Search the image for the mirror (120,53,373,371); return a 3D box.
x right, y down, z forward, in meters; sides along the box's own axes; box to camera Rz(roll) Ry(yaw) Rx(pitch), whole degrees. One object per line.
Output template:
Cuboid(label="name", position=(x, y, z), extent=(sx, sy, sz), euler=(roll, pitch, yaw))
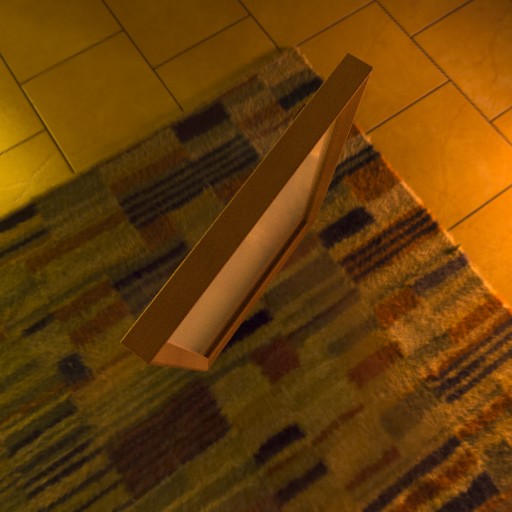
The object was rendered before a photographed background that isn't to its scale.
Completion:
Cuboid(label="mirror", position=(0.000, 0.000, 0.710), extent=(0.041, 0.509, 0.406), euler=(35, 77, 9))
